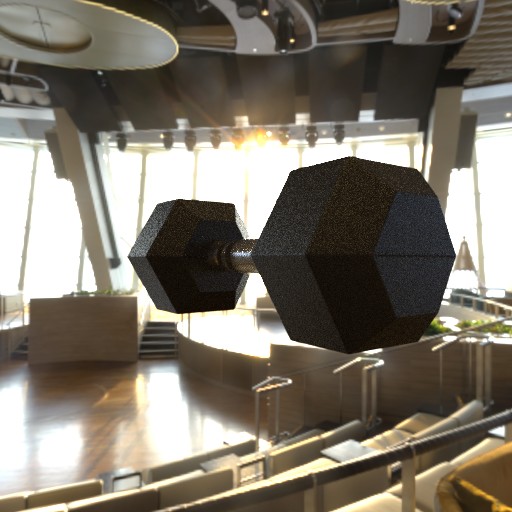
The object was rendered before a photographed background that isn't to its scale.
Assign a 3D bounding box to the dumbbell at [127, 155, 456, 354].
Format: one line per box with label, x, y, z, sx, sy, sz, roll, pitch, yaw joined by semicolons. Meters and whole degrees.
dumbbell;0.000;0.000;0.378;0.129;0.113;0.315;0;0;-36
